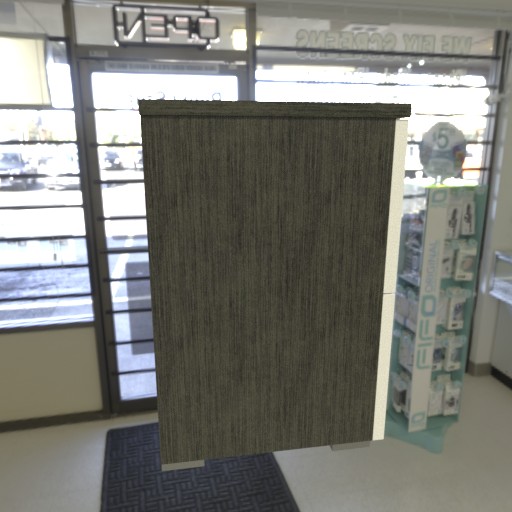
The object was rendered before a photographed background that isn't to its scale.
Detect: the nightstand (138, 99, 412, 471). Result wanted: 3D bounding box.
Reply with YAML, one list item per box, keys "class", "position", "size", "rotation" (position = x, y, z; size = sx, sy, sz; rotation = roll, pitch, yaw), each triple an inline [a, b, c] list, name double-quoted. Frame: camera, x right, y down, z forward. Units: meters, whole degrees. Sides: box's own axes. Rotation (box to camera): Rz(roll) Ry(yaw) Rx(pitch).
- class: "nightstand"
  position: [0.000, 0.000, 0.755]
  size: [0.325, 0.460, 0.441]
  rotation: [-2, 14, -9]
